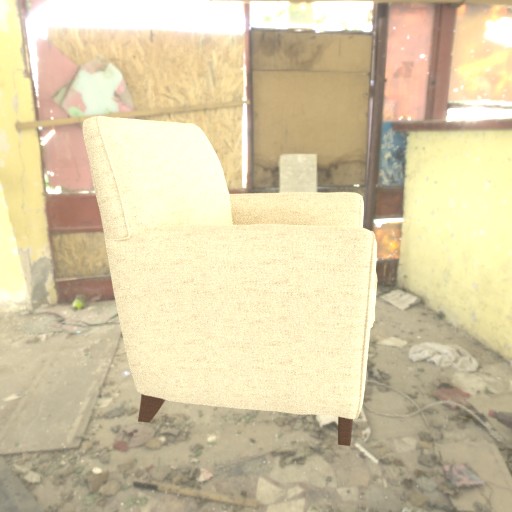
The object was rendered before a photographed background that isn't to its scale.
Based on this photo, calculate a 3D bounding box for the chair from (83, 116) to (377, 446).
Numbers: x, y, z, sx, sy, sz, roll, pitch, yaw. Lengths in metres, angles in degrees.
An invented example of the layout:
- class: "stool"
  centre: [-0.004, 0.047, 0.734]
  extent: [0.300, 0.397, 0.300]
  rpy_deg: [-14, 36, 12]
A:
- class: "chair"
  centre: [0.000, 0.000, 1.605]
  extent: [0.823, 0.943, 0.870]
  rpy_deg: [3, 16, 10]
